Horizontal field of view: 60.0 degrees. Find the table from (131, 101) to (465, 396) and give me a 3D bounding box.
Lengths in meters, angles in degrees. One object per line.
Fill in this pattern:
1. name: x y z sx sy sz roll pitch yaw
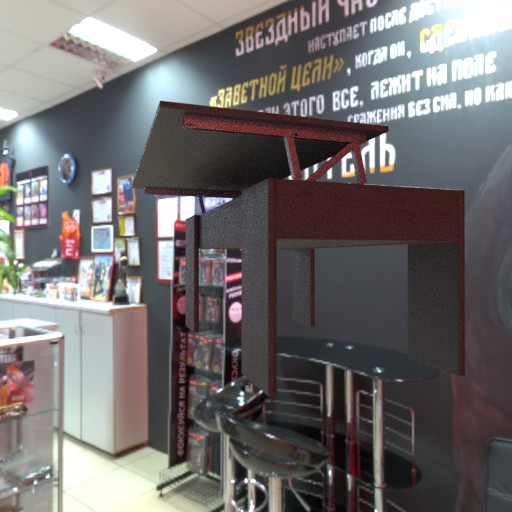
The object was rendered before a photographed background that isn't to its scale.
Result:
1. table: 0.000 0.000 1.405 0.711 0.570 1.000 0 0 -19
